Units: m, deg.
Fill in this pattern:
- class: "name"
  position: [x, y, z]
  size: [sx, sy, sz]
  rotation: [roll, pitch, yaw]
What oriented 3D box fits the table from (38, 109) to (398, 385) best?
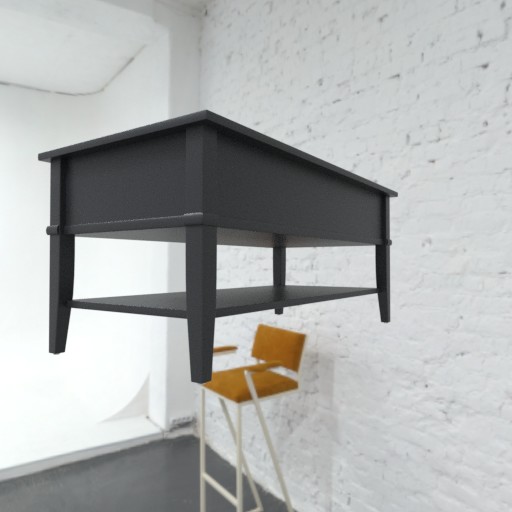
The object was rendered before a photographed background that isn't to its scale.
- class: "table"
  position: [0.000, 0.000, 1.316]
  size: [0.523, 0.470, 1.044]
  rotation: [-1, -1, 35]
